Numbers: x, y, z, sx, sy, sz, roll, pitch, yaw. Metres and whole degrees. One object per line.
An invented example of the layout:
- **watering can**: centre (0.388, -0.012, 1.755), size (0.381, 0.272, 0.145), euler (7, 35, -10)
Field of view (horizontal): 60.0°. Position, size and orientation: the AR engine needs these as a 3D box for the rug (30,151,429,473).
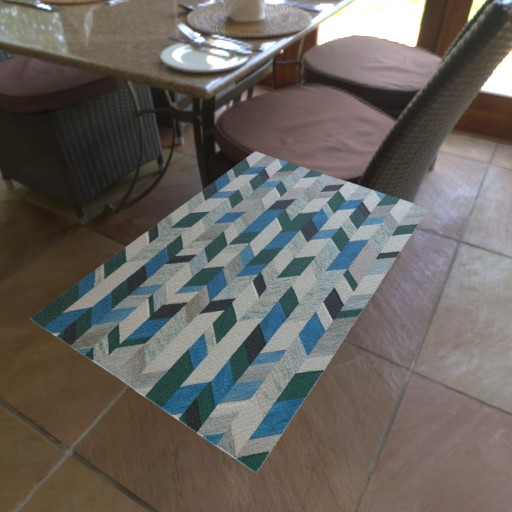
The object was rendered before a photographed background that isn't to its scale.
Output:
- **rug**: centre (0.000, 0.000, 2.296), size (1.229, 0.005, 1.827), euler (24, 47, 24)
